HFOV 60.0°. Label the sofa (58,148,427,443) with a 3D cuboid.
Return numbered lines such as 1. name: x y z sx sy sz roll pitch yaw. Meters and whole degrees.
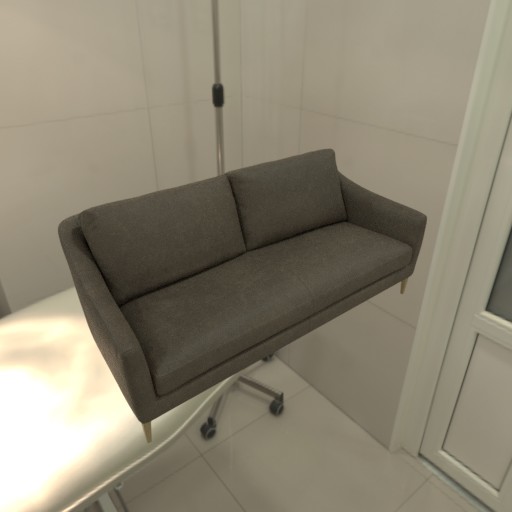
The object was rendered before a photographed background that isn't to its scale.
1. sofa: 0.000 0.000 2.609 2.036 0.902 0.960 -21 36 -33
